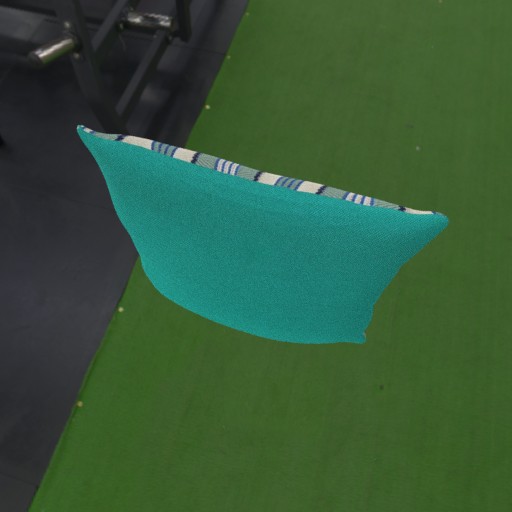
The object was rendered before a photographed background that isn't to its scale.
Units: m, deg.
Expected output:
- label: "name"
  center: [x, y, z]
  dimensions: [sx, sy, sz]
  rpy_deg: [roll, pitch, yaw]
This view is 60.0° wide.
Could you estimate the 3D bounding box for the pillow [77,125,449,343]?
- label: "pillow"
  center: [0.000, 0.000, 0.678]
  dimensions: [0.440, 0.441, 0.182]
  rpy_deg: [16, 65, 8]
